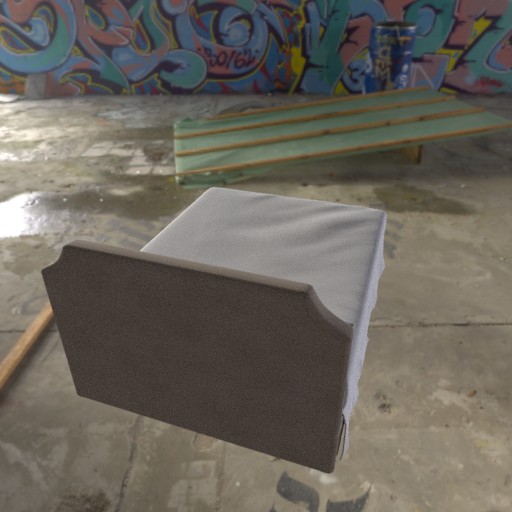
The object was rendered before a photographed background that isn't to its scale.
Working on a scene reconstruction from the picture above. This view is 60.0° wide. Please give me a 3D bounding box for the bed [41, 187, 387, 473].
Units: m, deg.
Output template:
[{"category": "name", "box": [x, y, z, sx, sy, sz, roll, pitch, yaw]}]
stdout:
[{"category": "bed", "box": [0.000, 0.000, 3.543, 1.977, 1.293, 2.498, 10, 33, 16]}]
